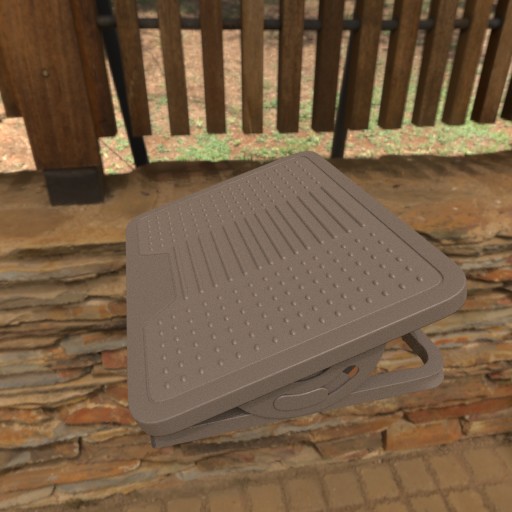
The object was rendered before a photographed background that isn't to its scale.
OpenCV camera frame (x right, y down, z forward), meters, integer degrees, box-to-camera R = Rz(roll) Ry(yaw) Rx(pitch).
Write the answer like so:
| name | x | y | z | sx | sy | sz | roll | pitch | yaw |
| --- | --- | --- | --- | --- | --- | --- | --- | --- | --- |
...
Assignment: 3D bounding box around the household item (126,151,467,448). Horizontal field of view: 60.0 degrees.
| name | x | y | z | sx | sy | sz | roll | pitch | yaw |
| --- | --- | --- | --- | --- | --- | --- | --- | --- | --- |
| household item | 0.000 | 0.000 | 0.517 | 0.301 | 0.126 | 0.390 | -7 | 31 | -13 |
